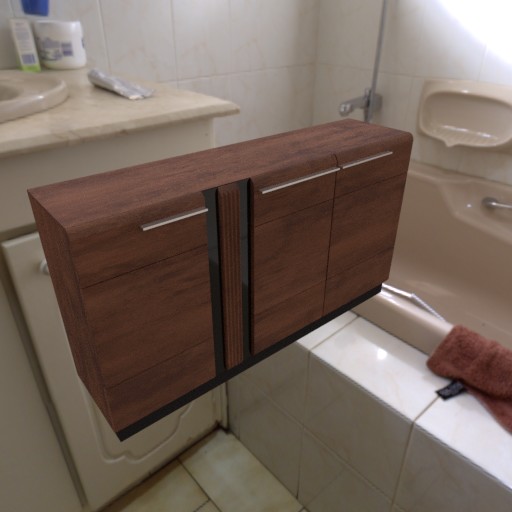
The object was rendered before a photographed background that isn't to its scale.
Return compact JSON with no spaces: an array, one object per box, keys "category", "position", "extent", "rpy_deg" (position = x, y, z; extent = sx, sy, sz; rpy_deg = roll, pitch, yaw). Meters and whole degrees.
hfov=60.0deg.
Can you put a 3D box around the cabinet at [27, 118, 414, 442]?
[{"category":"cabinet","position":[0.000,0.000,1.976],"extent":[1.600,0.900,0.420],"rpy_deg":[-22,37,-33]}]
